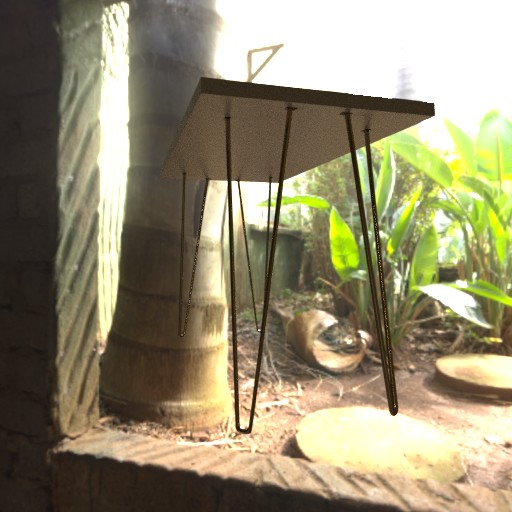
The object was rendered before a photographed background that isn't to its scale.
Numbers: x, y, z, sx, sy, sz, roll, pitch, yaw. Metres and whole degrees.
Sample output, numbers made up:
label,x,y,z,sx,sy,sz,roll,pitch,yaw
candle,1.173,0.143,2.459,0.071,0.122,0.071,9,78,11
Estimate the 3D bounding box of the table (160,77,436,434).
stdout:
label,x,y,z,sx,sy,sz,roll,pitch,yaw
table,0.000,0.000,1.345,0.498,0.660,0.991,0,1,-16
